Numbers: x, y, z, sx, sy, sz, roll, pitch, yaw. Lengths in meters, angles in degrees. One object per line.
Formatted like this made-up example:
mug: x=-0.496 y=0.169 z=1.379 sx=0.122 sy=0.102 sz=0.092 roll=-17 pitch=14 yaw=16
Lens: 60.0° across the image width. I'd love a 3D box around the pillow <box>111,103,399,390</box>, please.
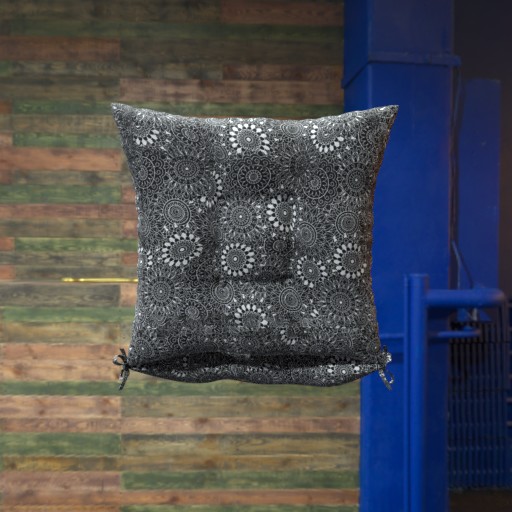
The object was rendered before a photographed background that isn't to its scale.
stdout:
pillow: x=0.000 y=0.000 z=1.017 sx=0.541 sy=0.536 sz=0.585 roll=0 pitch=1 yaw=0
